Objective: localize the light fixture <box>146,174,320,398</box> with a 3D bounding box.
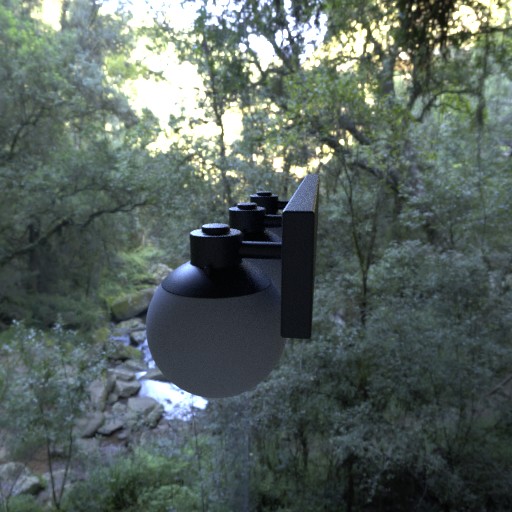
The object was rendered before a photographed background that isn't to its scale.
[{"bbox_3d":[0.000,0.000,0.814,0.218,0.263,0.721,2,13,8],"label":"light fixture"}]
